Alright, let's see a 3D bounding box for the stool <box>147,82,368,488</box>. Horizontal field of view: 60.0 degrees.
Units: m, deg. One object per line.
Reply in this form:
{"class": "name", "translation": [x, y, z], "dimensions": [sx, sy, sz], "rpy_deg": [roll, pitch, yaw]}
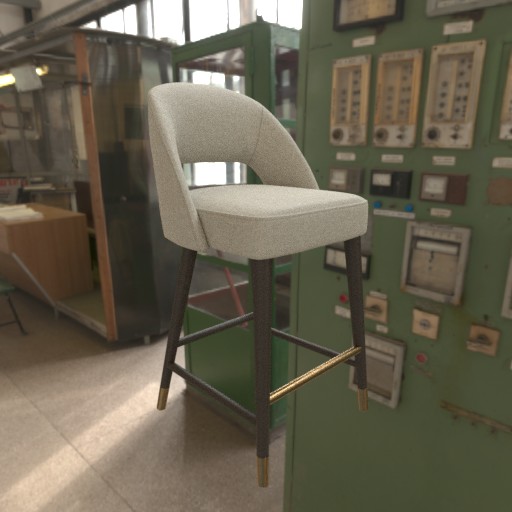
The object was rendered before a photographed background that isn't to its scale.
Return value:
{"class": "stool", "translation": [0.000, 0.000, 1.230], "dimensions": [0.494, 0.940, 0.509], "rpy_deg": [-14, 20, -43]}
